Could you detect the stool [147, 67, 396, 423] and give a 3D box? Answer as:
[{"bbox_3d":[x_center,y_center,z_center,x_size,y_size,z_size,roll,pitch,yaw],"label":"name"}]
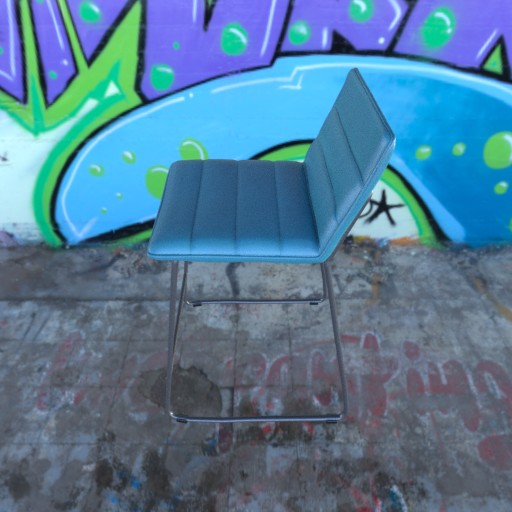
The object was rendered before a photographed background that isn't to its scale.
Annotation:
[{"bbox_3d":[0.000,0.000,1.184,0.524,0.866,0.489,0,41,0],"label":"stool"}]
